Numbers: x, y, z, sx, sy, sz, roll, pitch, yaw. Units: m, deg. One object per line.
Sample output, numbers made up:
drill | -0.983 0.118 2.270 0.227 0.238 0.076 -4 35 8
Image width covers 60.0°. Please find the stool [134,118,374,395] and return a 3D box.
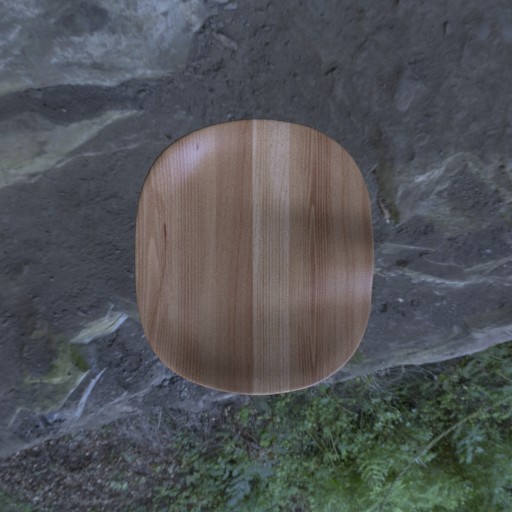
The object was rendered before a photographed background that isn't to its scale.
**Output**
stool | 0.000 0.000 0.962 0.401 0.679 0.480 0 90 0
